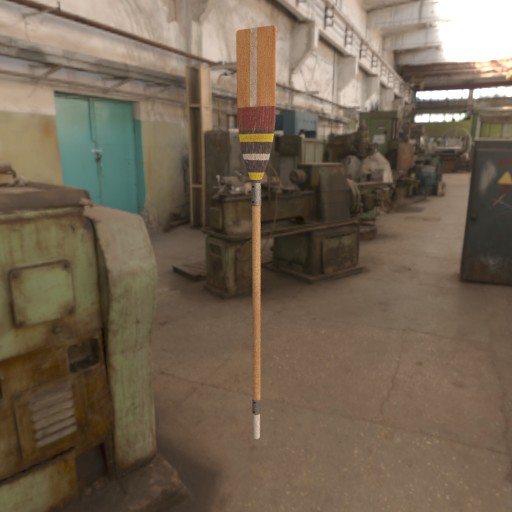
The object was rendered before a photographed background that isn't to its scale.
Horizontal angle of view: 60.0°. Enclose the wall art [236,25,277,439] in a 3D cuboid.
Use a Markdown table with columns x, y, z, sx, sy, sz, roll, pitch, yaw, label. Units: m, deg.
| x | y | z | sx | sy | sz | roll | pitch | yaw | label |
| --- | --- | --- | --- | --- | --- | --- | --- | --- | --- |
| 0.000 | 0.000 | 1.655 | 0.146 | 1.556 | 0.038 | 7 | 16 | 26 | wall art |
